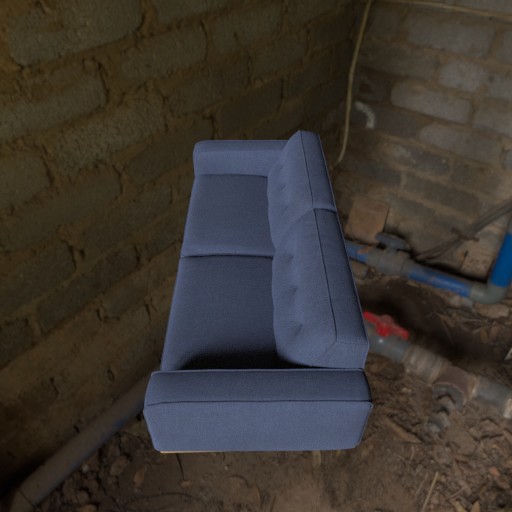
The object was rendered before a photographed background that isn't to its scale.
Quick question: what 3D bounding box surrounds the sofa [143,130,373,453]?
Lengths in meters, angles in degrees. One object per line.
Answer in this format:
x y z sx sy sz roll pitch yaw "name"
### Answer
0.000 0.000 2.731 0.953 0.782 2.270 0 42 0 "sofa"
